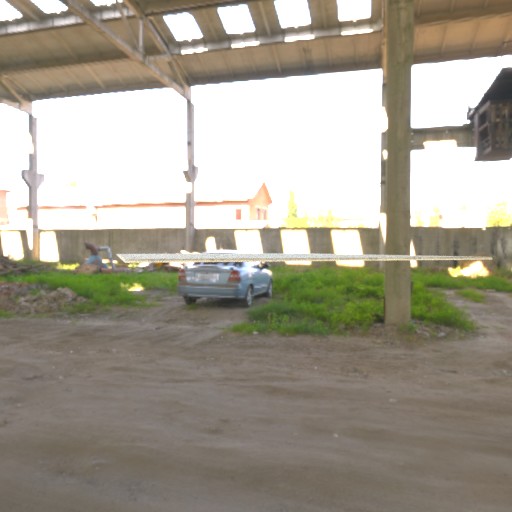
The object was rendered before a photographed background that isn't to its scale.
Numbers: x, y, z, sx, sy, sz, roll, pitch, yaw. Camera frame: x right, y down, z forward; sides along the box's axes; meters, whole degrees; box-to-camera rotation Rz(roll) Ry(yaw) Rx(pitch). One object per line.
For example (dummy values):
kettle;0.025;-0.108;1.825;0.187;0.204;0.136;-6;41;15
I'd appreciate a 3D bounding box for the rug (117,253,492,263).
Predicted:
rug;0.000;0.000;4.104;2.420;0.019;3.038;0;1;-18
